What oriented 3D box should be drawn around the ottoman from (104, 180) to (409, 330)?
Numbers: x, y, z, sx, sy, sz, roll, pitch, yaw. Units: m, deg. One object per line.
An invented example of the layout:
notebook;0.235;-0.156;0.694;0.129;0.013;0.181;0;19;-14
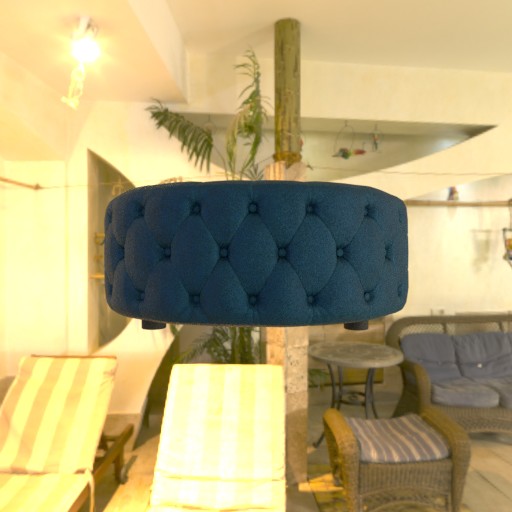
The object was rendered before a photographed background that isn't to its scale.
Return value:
ottoman;0.000;0.000;1.513;0.998;0.398;0.998;0;0;0
